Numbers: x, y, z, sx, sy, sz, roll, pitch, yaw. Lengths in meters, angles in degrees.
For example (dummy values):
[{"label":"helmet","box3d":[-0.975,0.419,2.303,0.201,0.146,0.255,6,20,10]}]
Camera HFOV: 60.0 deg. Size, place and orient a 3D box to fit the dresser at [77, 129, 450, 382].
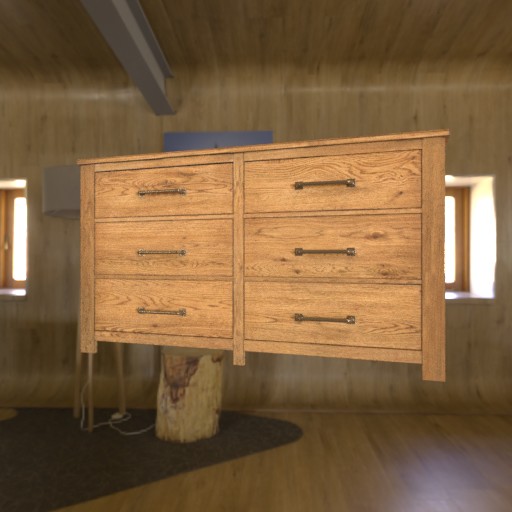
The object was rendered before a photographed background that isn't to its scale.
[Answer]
[{"label":"dresser","box3d":[0.000,0.000,2.116,1.657,0.932,0.563,0,0,18]}]
